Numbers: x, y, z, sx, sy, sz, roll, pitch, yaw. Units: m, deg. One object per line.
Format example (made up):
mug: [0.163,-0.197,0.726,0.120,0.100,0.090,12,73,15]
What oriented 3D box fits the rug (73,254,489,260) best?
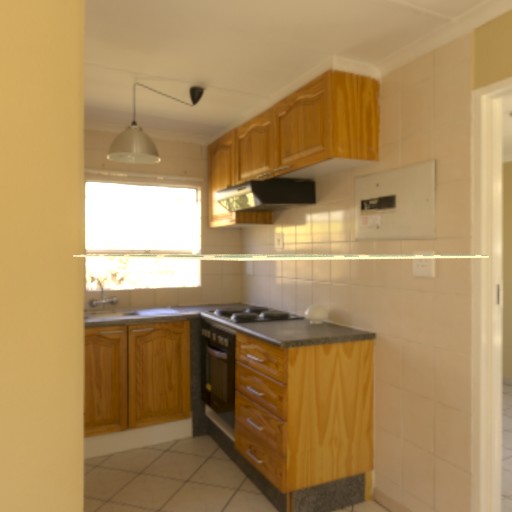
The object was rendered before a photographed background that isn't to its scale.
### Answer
rug: [0.000,0.000,4.099,2.466,0.021,3.049,0,0,-36]
